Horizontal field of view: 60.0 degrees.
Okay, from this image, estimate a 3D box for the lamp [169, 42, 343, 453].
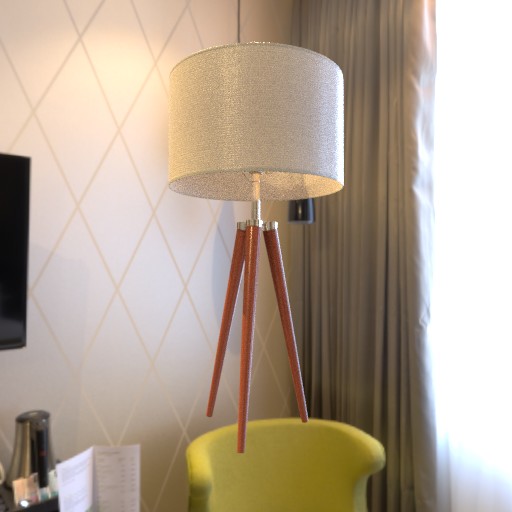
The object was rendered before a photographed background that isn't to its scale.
[{"bbox_3d":[0.000,0.000,0.912,0.355,0.709,0.354,0,-1,18],"label":"lamp"}]
